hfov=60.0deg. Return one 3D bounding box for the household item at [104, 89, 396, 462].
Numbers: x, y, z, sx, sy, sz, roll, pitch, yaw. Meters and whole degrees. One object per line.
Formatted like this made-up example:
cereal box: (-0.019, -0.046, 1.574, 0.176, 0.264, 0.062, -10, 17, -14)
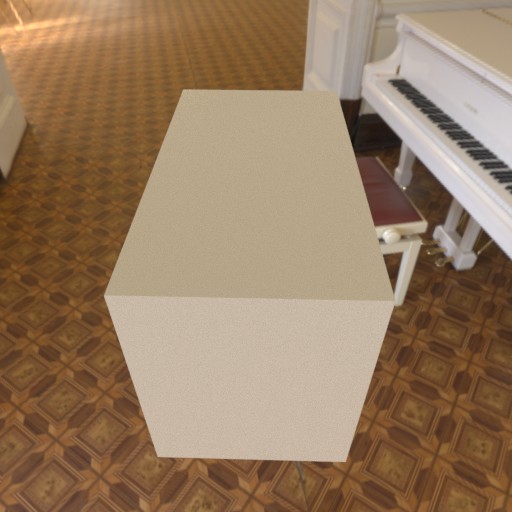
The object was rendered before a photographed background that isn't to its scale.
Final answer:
household item: (0.000, 0.000, 1.565, 0.597, 0.749, 1.100, 1, 42, 1)
